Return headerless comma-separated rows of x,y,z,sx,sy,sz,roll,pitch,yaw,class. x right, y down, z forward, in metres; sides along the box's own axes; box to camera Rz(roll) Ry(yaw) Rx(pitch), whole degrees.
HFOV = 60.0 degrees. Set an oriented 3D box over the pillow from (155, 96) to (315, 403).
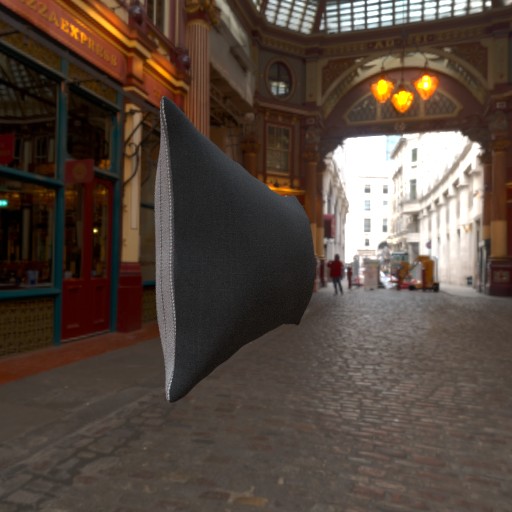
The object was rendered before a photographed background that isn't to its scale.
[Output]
0.000,0.000,0.720,0.151,0.305,0.609,0,-1,17,pillow
